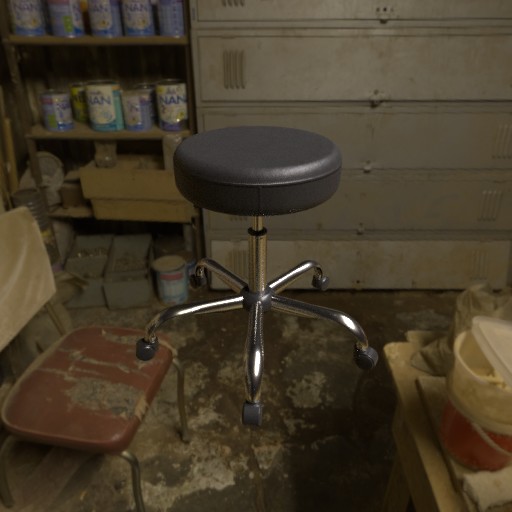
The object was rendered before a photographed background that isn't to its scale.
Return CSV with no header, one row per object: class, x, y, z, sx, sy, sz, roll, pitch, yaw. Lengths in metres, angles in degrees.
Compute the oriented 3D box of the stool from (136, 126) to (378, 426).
stool,0.000,0.000,1.166,0.673,0.576,0.638,1,29,2
